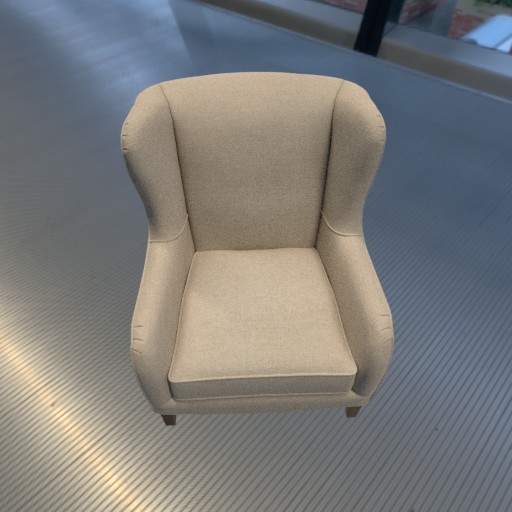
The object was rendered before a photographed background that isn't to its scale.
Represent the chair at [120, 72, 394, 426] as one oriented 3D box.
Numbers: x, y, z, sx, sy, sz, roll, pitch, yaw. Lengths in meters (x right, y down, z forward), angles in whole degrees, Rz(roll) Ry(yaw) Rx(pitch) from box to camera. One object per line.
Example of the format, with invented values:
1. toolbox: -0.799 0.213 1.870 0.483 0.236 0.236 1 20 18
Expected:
1. chair: 0.000 0.000 1.692 0.838 1.040 0.966 -2 47 -2
